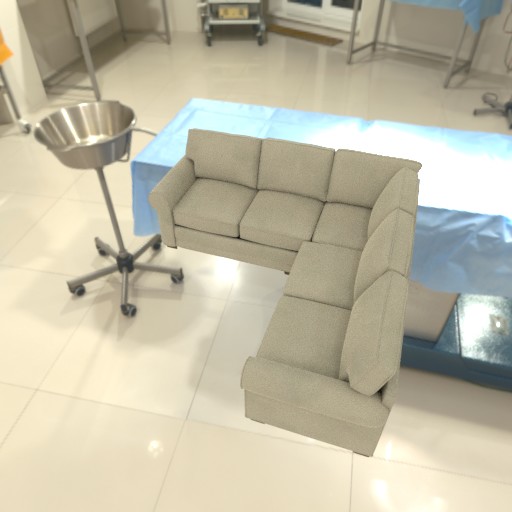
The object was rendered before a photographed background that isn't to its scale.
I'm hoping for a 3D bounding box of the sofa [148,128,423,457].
[{"bbox_3d":[0.000,0.000,3.835,2.487,1.053,2.562,13,43,14],"label":"sofa"}]
